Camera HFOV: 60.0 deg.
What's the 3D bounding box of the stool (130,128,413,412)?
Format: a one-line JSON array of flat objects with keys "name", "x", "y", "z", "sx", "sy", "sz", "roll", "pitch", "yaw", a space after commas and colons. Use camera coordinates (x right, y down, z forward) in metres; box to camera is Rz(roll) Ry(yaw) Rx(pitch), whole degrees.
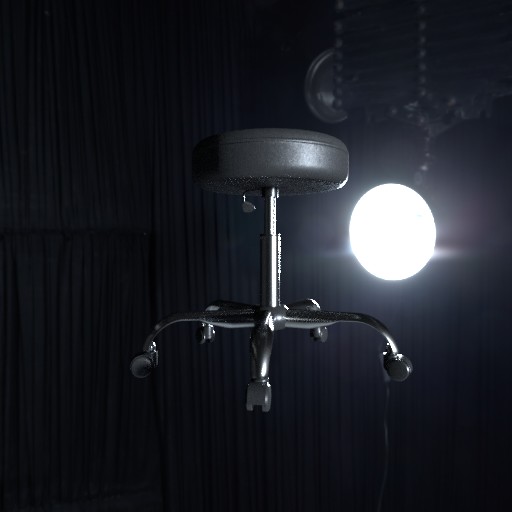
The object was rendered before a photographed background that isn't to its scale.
[{"name": "stool", "x": 0.000, "y": 0.000, "z": 1.158, "sx": 0.638, "sy": 0.576, "sz": 0.673, "roll": 0, "pitch": 1, "yaw": -17}]
